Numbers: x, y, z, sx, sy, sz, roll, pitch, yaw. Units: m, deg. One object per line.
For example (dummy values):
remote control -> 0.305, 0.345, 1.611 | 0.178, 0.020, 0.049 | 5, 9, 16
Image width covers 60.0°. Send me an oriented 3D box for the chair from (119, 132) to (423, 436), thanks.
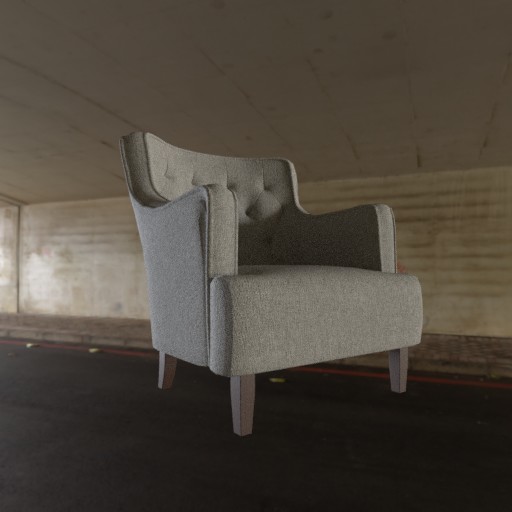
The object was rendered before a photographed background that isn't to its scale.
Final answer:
chair -> 0.000, 0.000, 1.599 | 0.820, 0.920, 0.910 | 1, -2, -36
